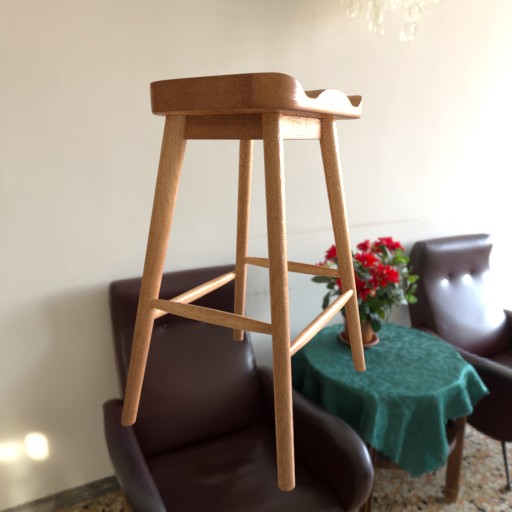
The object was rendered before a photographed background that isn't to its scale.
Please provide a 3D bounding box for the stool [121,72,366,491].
[{"bbox_3d":[0.000,0.000,0.873,0.361,0.615,0.440,8,17,28],"label":"stool"}]
